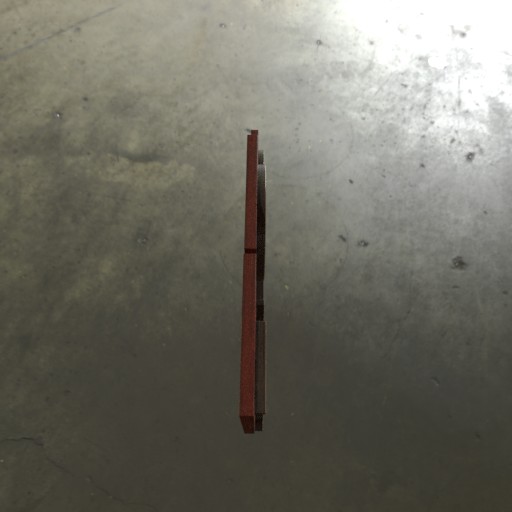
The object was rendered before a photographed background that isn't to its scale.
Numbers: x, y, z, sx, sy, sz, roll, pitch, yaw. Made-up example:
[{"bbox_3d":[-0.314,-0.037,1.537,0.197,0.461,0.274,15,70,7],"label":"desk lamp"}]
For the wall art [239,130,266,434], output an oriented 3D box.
[{"bbox_3d":[0.000,0.000,0.852,0.030,0.497,0.635,1,64,0],"label":"wall art"}]
